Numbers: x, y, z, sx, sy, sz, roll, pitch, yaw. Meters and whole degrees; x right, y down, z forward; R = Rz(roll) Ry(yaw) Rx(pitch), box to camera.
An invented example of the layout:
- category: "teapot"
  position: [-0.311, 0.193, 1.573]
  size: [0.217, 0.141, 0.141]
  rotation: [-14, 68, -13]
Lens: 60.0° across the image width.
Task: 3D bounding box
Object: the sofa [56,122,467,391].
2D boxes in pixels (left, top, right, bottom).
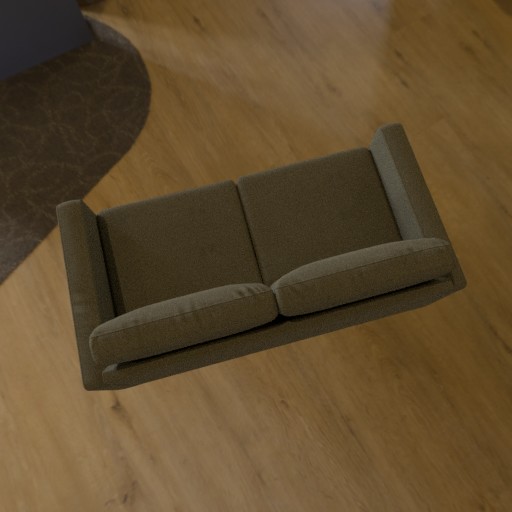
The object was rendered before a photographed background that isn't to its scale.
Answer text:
- category: "sofa"
  position: [0.000, 0.000, 2.229]
  size: [1.730, 0.897, 0.889]
  rotation: [-14, 74, -4]
